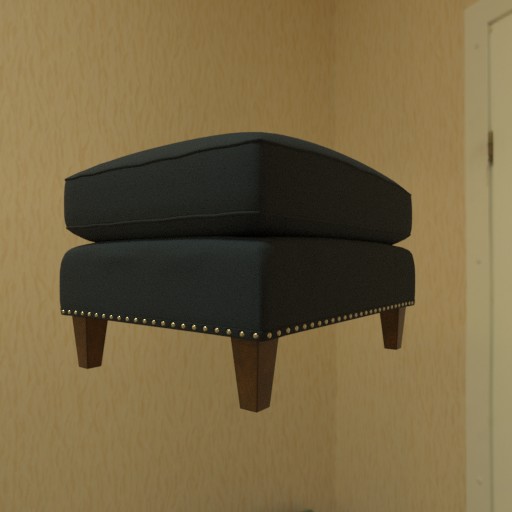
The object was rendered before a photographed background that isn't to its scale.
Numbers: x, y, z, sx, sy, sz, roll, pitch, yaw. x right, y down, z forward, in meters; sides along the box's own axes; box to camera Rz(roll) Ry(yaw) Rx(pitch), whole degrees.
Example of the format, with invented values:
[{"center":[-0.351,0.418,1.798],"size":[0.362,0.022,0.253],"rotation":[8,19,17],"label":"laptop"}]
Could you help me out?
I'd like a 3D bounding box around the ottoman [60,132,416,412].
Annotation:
[{"center":[0.000,0.000,1.133],"size":[0.584,0.513,0.741],"rotation":[-1,-1,37],"label":"ottoman"}]
